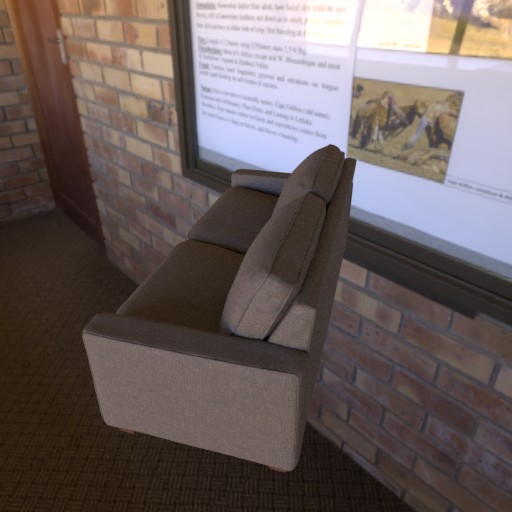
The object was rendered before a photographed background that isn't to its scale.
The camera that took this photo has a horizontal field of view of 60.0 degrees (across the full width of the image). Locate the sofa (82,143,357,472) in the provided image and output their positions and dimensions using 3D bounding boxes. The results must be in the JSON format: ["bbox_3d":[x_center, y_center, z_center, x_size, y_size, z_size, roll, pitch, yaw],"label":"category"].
[{"bbox_3d":[0.000,0.000,2.586,0.940,0.919,2.080,8,31,14],"label":"sofa"}]
